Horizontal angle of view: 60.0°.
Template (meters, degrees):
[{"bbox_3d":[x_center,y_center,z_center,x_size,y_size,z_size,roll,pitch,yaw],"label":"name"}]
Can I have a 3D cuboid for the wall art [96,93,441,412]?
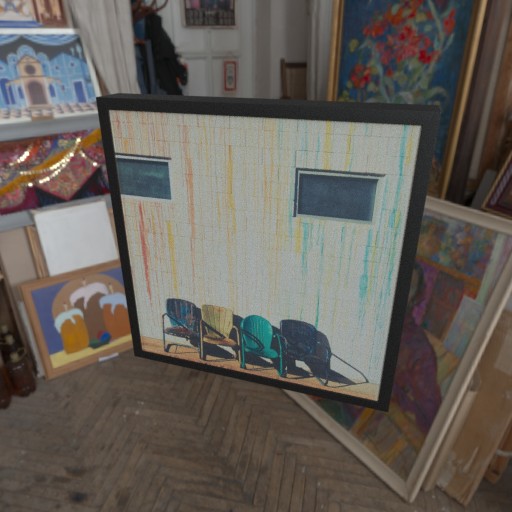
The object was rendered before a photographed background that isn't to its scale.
[{"bbox_3d":[0.000,0.000,0.456,0.304,0.304,0.038,8,27,16],"label":"wall art"}]
